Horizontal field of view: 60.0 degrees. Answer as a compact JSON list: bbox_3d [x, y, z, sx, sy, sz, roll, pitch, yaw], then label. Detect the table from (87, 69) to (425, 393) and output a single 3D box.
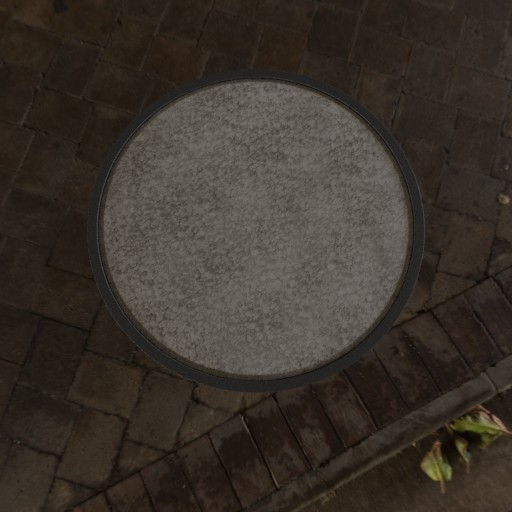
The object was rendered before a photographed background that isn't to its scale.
[{"bbox_3d":[0.000,0.000,0.861,0.470,0.498,0.470,0,77,0],"label":"table"}]
